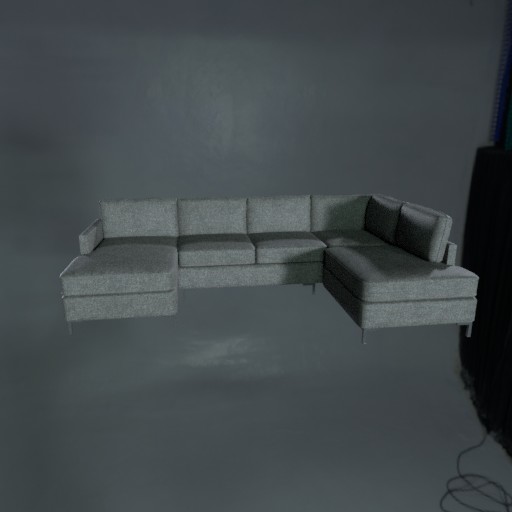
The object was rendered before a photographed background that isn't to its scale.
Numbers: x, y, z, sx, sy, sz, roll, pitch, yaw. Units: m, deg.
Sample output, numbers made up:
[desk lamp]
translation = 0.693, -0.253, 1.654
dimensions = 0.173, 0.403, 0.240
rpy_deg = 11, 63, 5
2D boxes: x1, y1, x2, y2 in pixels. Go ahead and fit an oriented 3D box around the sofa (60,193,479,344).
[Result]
[sofa]
translation = 0.000, 0.000, 4.345
dimensions = 3.423, 0.999, 2.048
rpy_deg = -2, 16, -8
